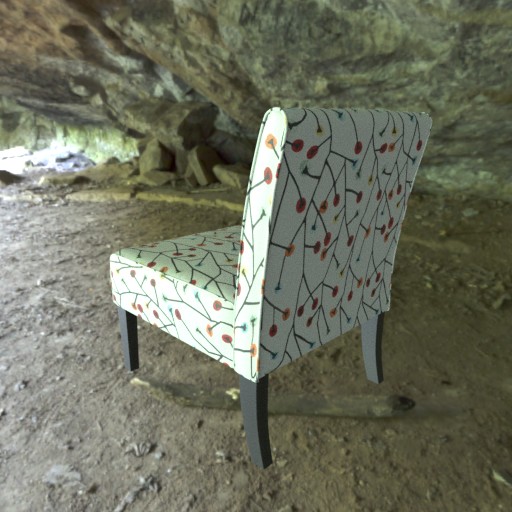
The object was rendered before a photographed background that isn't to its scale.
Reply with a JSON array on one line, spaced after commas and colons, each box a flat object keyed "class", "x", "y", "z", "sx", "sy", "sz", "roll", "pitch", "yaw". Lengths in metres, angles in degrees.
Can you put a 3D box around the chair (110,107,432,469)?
[{"class": "chair", "x": 0.000, "y": 0.000, "z": 1.316, "sx": 0.597, "sy": 0.813, "sz": 0.732, "roll": -16, "pitch": 23, "yaw": -42}]
